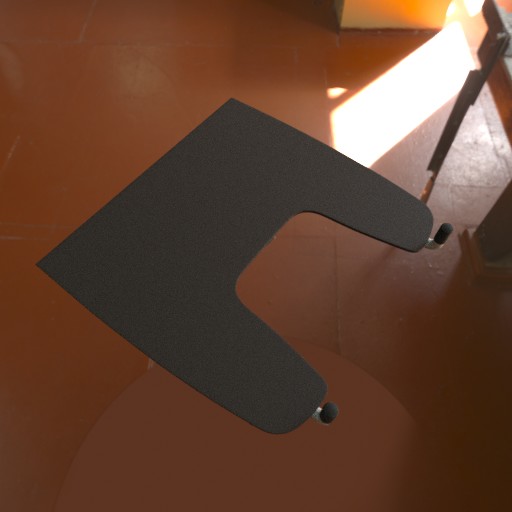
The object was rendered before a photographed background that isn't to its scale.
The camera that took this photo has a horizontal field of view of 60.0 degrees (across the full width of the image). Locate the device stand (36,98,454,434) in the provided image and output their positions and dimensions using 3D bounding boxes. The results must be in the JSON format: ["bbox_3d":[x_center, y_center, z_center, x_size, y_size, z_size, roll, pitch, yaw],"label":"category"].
[{"bbox_3d":[0.000,0.000,0.353,0.230,0.092,0.230,33,64,18],"label":"device stand"}]
